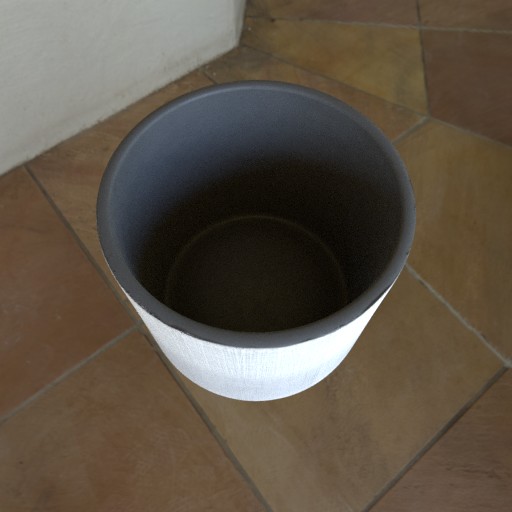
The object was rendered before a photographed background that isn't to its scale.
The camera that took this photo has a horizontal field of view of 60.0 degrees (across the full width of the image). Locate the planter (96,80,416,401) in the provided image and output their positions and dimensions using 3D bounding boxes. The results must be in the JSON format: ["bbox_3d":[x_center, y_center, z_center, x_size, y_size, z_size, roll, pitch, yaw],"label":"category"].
[{"bbox_3d":[0.000,0.000,0.398,0.226,0.201,0.226,0,63,0],"label":"planter"}]
